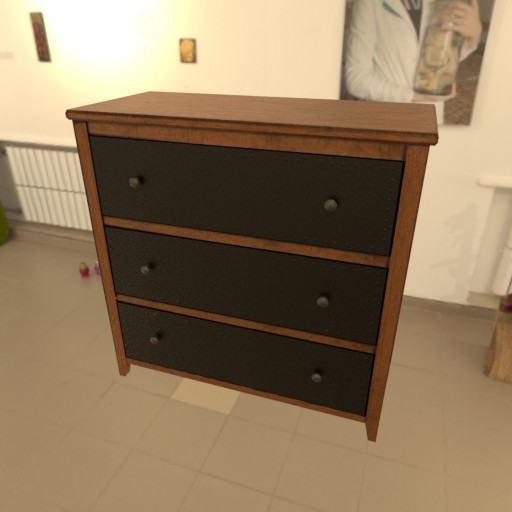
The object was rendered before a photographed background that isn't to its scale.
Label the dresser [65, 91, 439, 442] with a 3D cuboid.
[{"bbox_3d":[0.000,0.000,1.902,1.250,1.224,0.591,9,28,17],"label":"dresser"}]
